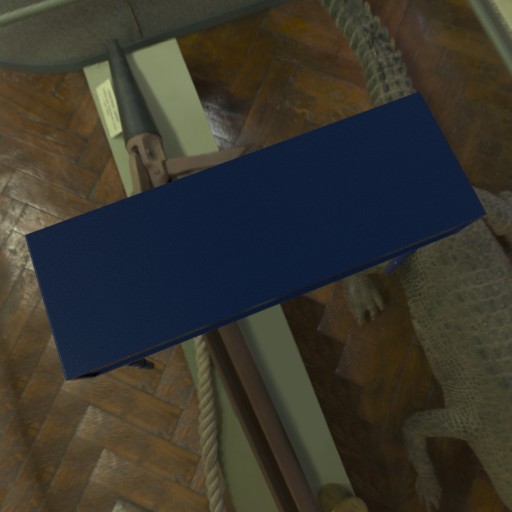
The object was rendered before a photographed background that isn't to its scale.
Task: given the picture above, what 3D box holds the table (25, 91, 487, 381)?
[{"bbox_3d":[0.000,0.000,1.489,1.118,0.749,0.399,-21,77,-5],"label":"table"}]
